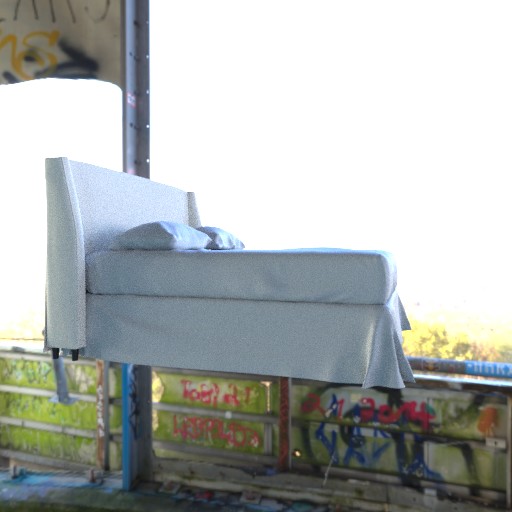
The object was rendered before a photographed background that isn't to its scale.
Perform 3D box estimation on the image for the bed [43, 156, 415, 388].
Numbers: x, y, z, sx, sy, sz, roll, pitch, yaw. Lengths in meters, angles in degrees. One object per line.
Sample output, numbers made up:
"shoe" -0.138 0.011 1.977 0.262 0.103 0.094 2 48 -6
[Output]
"bed" 0.000 0.000 3.393 2.276 1.332 1.925 0 1 19
